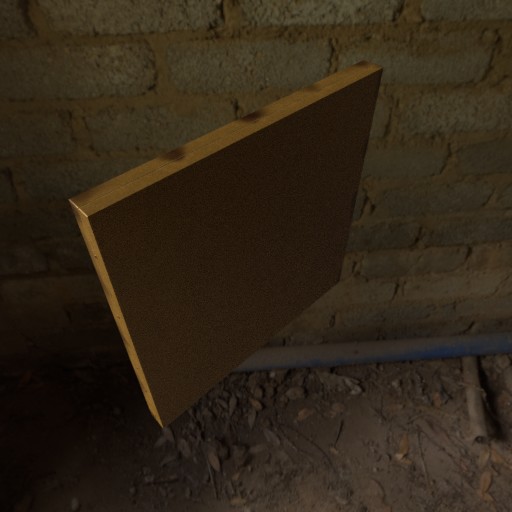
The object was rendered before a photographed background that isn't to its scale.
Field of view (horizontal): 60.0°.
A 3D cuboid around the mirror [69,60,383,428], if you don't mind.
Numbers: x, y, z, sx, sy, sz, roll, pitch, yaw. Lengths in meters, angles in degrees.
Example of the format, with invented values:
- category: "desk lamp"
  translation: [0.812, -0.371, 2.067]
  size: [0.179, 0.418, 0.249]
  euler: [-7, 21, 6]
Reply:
- category: "mirror"
  translation: [0.000, 0.000, 0.756]
  size: [0.509, 0.507, 0.042]
  euler: [-35, 55, -29]
